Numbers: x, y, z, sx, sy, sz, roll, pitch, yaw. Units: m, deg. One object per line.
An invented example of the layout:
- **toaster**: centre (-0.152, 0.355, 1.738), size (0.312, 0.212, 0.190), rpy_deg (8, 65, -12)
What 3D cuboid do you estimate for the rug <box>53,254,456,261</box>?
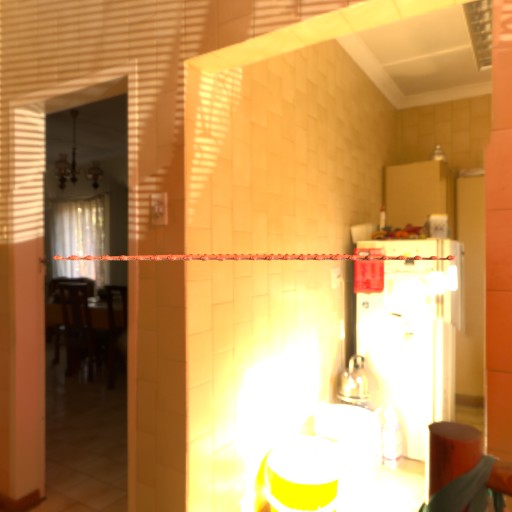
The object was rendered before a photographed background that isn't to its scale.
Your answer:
- **rug**: centre (0.000, 0.000, 4.368), size (2.451, 0.035, 3.369), rpy_deg (0, 0, 1)
